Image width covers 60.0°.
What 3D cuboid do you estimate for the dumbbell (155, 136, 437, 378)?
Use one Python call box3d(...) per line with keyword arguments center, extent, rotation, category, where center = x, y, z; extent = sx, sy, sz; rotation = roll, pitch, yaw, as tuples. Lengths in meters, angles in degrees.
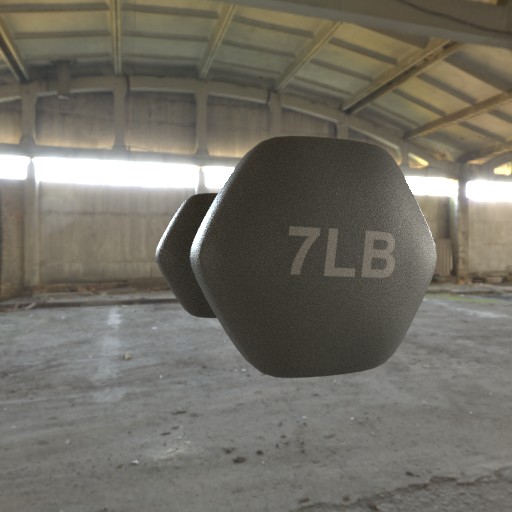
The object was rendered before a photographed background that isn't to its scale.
box3d(center=(0.000, 0.000, 0.225), extent=(0.090, 0.081, 0.184), rotation=(0, 0, -17), category="dumbbell")
